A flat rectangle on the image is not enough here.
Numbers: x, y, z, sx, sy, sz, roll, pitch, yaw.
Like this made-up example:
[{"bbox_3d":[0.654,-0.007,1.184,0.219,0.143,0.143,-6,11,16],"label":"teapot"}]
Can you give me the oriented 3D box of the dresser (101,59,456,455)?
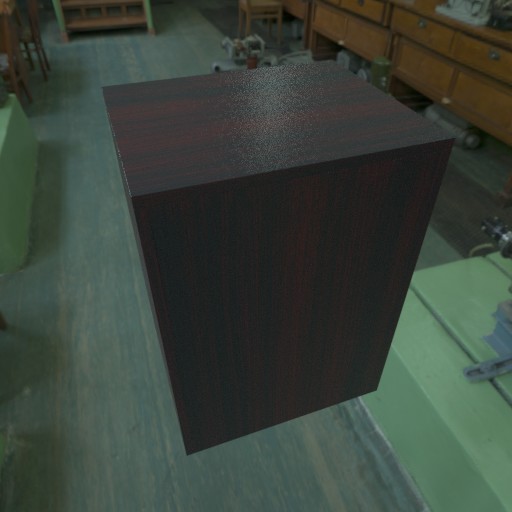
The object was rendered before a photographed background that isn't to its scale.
[{"bbox_3d":[0.000,0.000,0.811,0.400,0.560,0.360,-13,42,-15],"label":"dresser"}]
